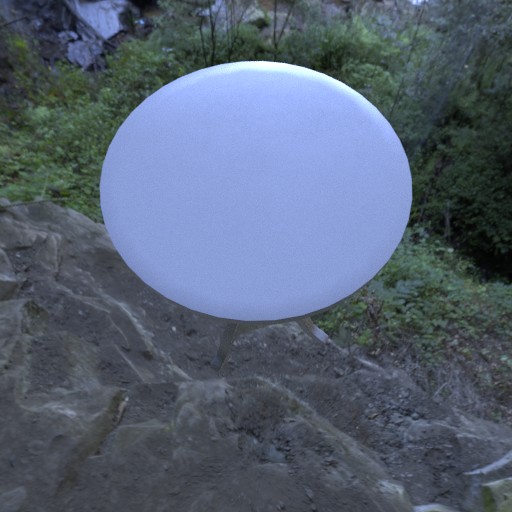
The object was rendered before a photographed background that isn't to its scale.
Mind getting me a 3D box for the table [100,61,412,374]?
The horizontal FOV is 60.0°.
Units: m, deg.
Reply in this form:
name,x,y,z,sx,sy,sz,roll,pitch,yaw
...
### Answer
name,x,y,z,sx,sy,sz,roll,pitch,yaw
table,0.000,0.000,1.029,0.513,0.653,0.513,0,65,0
